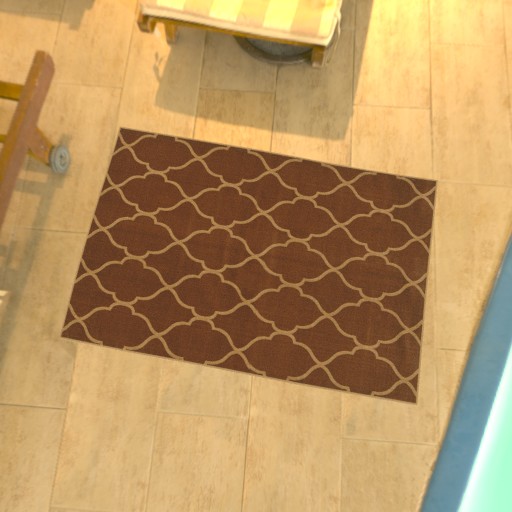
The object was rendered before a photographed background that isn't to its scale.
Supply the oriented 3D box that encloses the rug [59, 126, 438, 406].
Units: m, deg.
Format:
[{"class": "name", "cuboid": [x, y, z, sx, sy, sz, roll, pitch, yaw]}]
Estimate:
[{"class": "rug", "cuboid": [0.000, 0.000, 2.942, 2.290, 0.014, 1.526, 10, 76, 2]}]
